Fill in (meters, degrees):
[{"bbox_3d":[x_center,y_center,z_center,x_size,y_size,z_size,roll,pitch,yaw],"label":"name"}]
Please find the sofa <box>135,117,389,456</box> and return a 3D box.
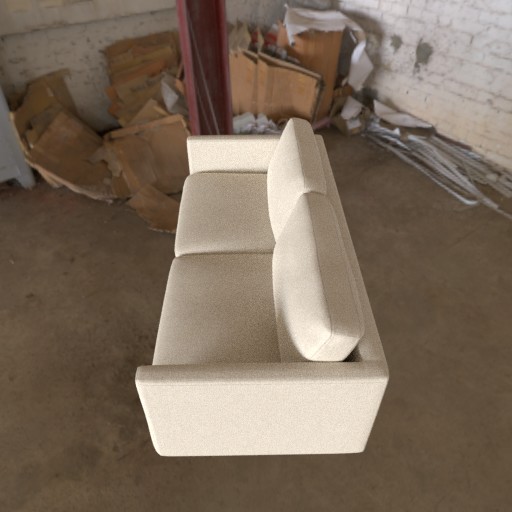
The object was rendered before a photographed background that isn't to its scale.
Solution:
[{"bbox_3d":[0.000,0.000,2.495,0.965,0.889,1.981,-1,41,-1],"label":"sofa"}]
